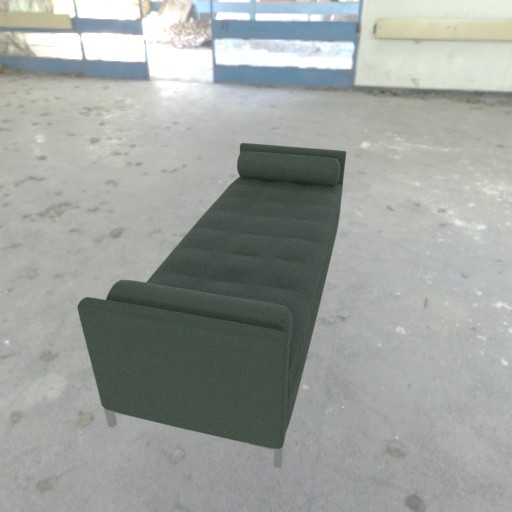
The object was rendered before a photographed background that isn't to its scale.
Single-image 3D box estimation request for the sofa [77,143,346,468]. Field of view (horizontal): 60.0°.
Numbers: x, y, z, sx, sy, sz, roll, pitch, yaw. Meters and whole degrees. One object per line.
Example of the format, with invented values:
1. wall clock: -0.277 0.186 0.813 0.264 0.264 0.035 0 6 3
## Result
1. sofa: 0.000 0.000 2.514 0.797 0.657 2.102 8 32 13
